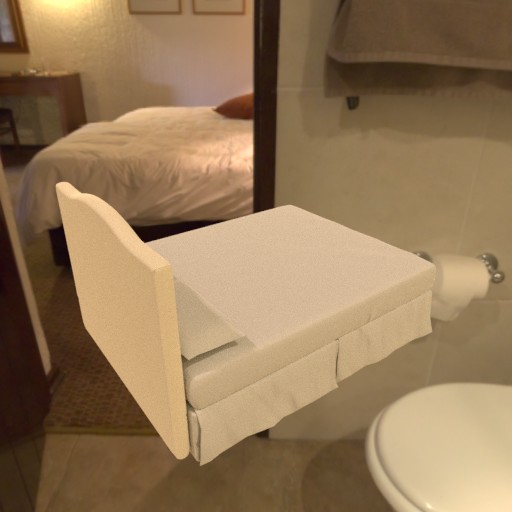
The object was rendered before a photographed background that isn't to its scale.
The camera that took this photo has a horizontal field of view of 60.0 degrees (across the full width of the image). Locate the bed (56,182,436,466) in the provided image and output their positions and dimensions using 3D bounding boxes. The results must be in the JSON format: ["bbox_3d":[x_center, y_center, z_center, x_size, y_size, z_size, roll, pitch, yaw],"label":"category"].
[{"bbox_3d":[0.000,0.000,3.631,2.477,1.437,1.977,-19,32,-33],"label":"bed"}]
